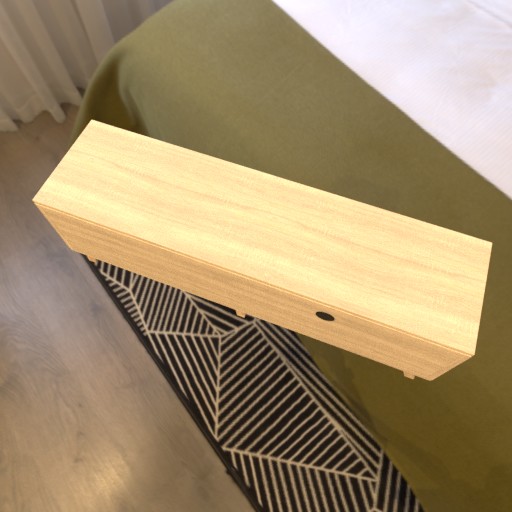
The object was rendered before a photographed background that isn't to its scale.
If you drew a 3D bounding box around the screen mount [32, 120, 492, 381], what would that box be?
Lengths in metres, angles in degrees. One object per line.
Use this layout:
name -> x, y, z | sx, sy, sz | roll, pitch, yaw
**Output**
screen mount -> 0.000, 0.000, 1.710 | 1.500, 0.509, 0.401 | 19, 64, 9
